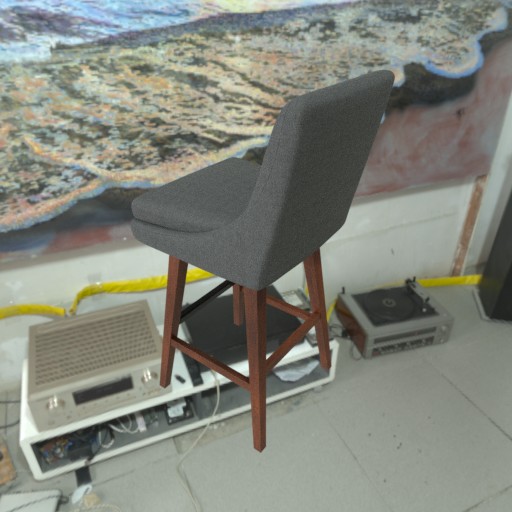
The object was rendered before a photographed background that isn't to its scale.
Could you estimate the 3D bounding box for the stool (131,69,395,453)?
[{"bbox_3d":[0.000,0.000,1.240,0.524,0.977,0.447,21,37,31],"label":"stool"}]
